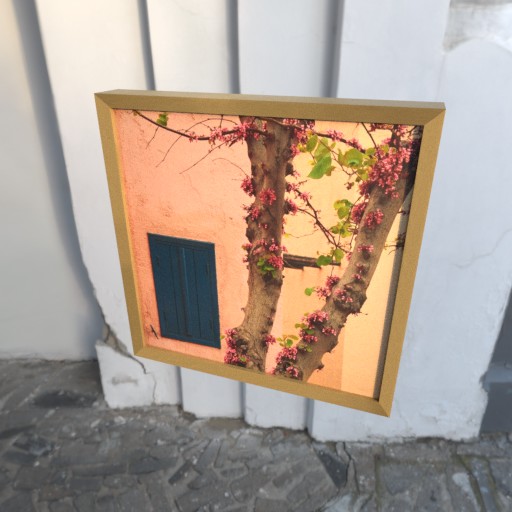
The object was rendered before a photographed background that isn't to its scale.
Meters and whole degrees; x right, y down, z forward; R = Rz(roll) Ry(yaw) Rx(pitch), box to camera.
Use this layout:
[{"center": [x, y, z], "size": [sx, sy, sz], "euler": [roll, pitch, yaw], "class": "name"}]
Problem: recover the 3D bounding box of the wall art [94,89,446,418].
[{"center": [0.000, 0.000, 0.449], "size": [0.304, 0.305, 0.038], "euler": [9, 28, 17], "class": "wall art"}]
